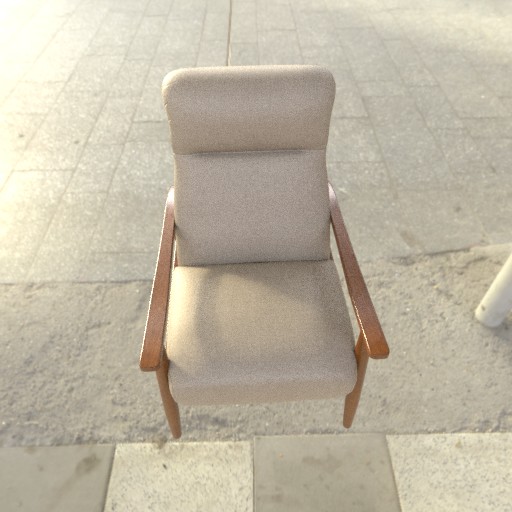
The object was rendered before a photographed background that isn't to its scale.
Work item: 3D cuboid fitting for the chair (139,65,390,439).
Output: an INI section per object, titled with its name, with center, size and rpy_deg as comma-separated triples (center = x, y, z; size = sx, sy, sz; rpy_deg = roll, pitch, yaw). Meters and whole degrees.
[chair]
center = 0.000, 0.000, 1.744
size = 0.762, 1.082, 1.032
rpy_deg = -3, 47, -2
